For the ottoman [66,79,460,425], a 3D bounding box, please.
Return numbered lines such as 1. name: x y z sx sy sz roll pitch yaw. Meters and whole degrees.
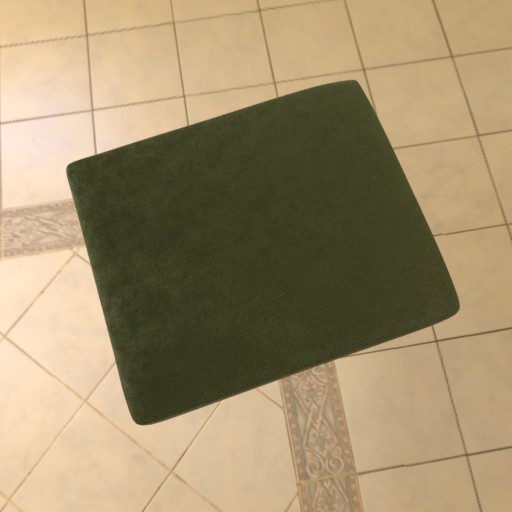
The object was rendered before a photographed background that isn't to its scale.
1. ottoman: 0.000 0.000 1.310 0.839 0.538 0.701 -19 76 -5
